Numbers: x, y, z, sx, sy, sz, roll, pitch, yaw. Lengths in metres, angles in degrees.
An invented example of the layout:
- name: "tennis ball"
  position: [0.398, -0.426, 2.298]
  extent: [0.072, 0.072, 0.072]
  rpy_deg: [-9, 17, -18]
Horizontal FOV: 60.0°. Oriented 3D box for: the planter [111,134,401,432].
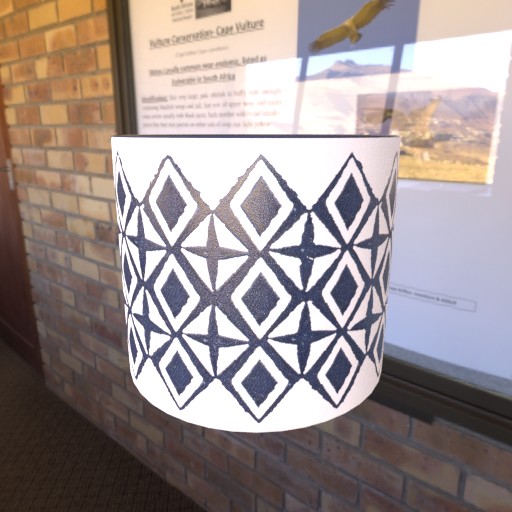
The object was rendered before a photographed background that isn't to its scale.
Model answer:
- name: "planter"
  position: [0.000, 0.000, 0.312]
  extent: [0.182, 0.165, 0.182]
  rpy_deg: [0, 16, 0]
